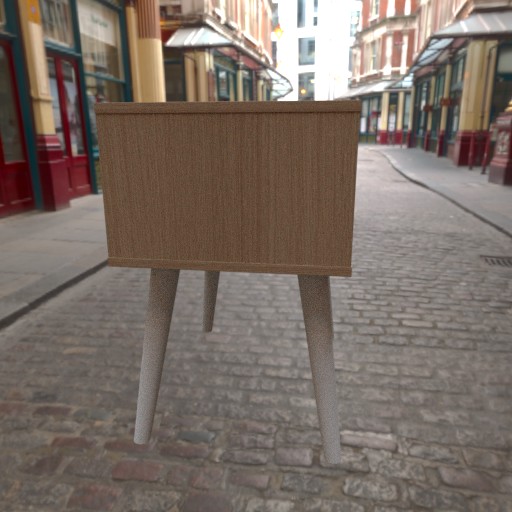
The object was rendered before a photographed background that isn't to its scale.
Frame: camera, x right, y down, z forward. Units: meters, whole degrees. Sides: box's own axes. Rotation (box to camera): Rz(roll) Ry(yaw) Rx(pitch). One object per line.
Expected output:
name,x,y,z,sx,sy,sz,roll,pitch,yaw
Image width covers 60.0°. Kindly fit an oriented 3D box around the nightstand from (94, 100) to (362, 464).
nightstand,0.000,0.000,0.984,0.407,0.610,0.571,2,15,8
